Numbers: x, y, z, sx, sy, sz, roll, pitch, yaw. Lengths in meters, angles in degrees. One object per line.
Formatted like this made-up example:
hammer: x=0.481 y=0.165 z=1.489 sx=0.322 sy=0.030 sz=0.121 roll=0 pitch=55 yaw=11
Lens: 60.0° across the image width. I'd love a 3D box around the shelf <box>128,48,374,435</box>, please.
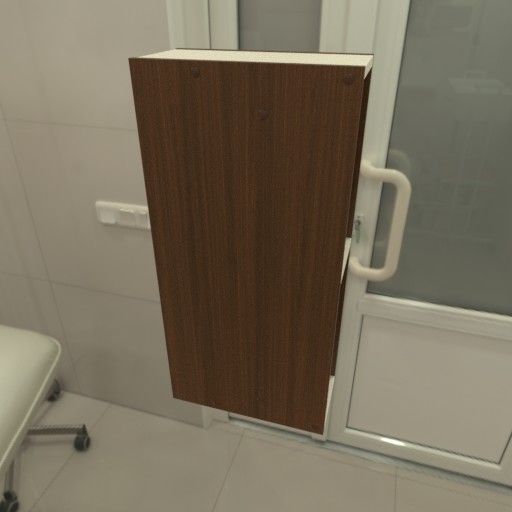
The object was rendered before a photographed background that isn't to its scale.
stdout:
shelf: x=0.000 y=0.000 z=0.725 sx=0.290 sy=0.600 sz=0.147 roll=9 pitch=31 yaw=15
